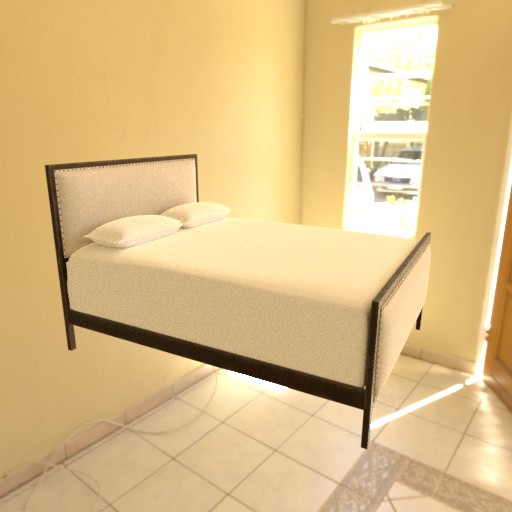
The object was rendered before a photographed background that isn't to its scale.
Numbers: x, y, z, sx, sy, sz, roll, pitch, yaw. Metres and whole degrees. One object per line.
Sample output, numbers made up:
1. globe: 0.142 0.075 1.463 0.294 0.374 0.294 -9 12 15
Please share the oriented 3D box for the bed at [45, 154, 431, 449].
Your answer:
1. bed: 0.000 0.000 3.193 2.221 1.313 1.607 8 18 27
